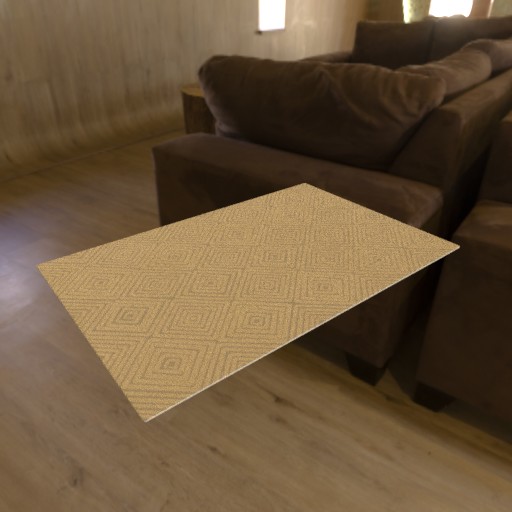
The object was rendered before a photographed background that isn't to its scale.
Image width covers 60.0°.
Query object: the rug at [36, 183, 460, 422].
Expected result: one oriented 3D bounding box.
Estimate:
[{"bbox_3d":[0.000,0.000,2.182,1.753,0.008,1.143,-22,36,-32],"label":"rug"}]
